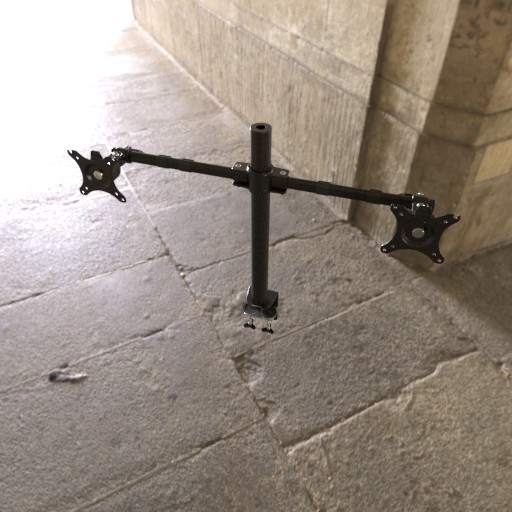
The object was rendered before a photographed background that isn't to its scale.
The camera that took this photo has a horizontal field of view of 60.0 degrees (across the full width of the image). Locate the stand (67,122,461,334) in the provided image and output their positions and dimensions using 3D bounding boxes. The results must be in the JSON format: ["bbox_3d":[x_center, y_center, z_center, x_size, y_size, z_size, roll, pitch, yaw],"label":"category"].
[{"bbox_3d":[0.000,0.000,1.020,0.743,0.603,0.150,12,43,13],"label":"stand"}]
